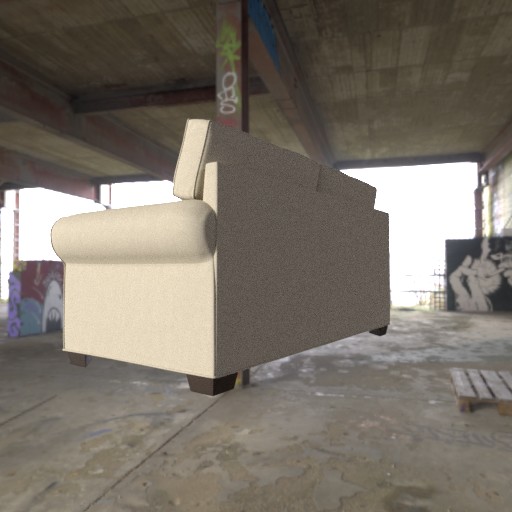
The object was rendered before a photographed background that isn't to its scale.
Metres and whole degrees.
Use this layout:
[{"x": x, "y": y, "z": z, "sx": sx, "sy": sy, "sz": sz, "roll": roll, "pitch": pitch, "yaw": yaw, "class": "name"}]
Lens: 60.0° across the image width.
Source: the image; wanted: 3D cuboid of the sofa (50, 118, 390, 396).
[{"x": 0.000, "y": 0.000, "z": 2.294, "sx": 0.861, "sy": 0.933, "sz": 1.774, "roll": -1, "pitch": -2, "yaw": 36, "class": "sofa"}]
